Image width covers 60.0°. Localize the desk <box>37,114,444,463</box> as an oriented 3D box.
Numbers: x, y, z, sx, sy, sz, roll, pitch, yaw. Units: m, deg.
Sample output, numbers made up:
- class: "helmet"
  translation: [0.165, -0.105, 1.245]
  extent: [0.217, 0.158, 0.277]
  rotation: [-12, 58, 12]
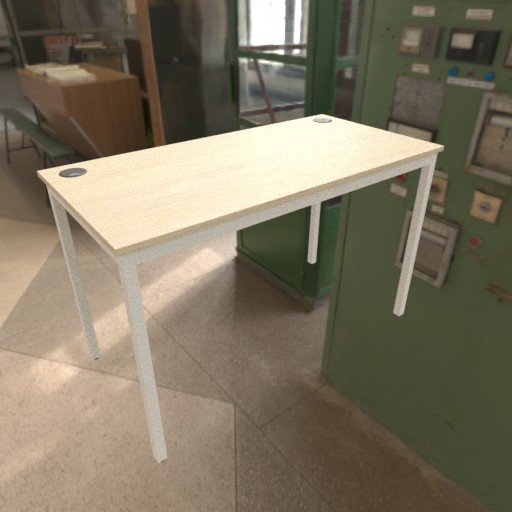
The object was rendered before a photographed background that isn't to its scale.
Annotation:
- class: "desk"
  translation: [0.000, 0.000, 1.630]
  extent: [1.200, 0.750, 0.600]
  rotation: [-21, 37, -32]
